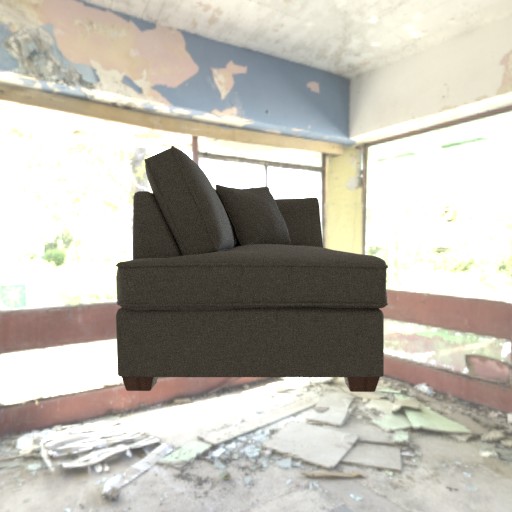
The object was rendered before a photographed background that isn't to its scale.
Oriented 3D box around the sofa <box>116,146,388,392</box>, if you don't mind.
[{"bbox_3d":[0.000,0.000,2.824,1.110,1.033,2.237,0,1,1],"label":"sofa"}]
